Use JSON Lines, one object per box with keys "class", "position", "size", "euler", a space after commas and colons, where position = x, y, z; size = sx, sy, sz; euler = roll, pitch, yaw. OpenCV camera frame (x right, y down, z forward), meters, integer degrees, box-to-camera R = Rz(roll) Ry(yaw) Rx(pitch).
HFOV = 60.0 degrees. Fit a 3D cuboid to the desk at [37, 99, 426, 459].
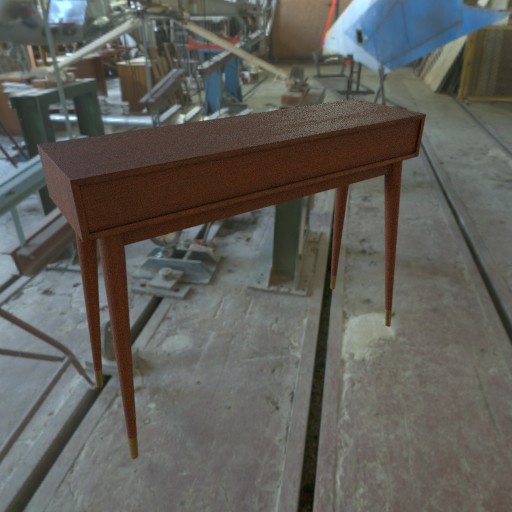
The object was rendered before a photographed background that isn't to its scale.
{"class": "desk", "position": [0.000, 0.000, 1.598], "size": [1.204, 0.917, 0.384], "euler": [-18, 34, -29]}
